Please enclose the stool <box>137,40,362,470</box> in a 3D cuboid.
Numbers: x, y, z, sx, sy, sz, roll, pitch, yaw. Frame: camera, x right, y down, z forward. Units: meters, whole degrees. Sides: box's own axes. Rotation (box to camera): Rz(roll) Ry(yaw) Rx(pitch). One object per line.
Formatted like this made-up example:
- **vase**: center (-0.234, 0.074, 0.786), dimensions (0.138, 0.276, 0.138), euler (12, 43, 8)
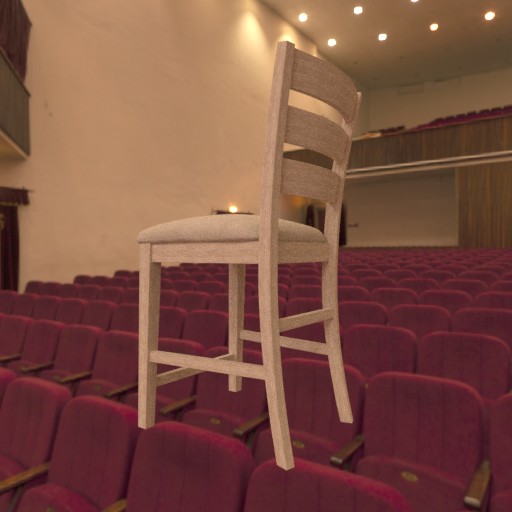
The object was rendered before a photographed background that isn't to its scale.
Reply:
- **stool**: center (0.000, 0.000, 1.360), dimensions (0.569, 1.032, 0.484), euler (0, 1, 36)
